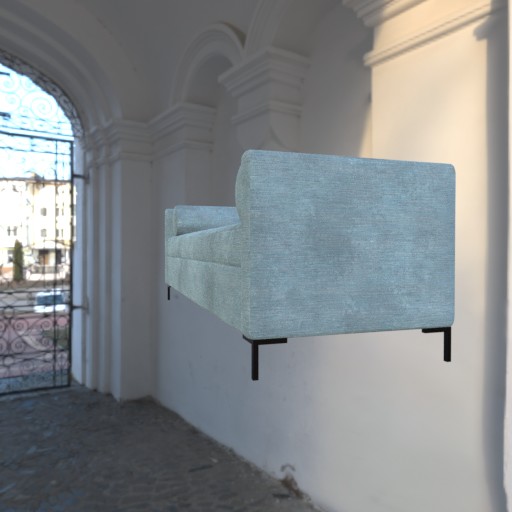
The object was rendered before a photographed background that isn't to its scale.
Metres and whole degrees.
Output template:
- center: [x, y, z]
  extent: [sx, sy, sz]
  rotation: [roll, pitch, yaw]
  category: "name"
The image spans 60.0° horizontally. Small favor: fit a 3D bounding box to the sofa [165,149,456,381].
- center: [0.000, 0.000, 2.222]
  extent: [0.686, 0.635, 1.981]
  rotation: [0, 1, -18]
  category: "sofa"
